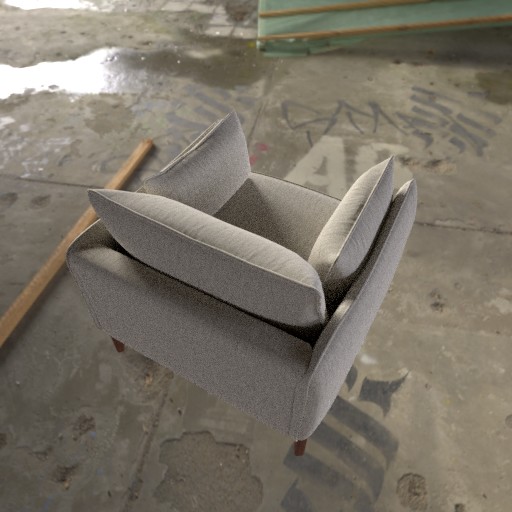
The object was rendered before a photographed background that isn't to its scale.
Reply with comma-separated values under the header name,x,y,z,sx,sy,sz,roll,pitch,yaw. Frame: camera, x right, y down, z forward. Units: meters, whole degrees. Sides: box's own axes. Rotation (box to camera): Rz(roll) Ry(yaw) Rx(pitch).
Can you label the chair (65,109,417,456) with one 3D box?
name,x,y,z,sx,sy,sz,roll,pitch,yaw
chair,0.000,0.000,1.740,0.994,0.855,0.991,23,51,20
